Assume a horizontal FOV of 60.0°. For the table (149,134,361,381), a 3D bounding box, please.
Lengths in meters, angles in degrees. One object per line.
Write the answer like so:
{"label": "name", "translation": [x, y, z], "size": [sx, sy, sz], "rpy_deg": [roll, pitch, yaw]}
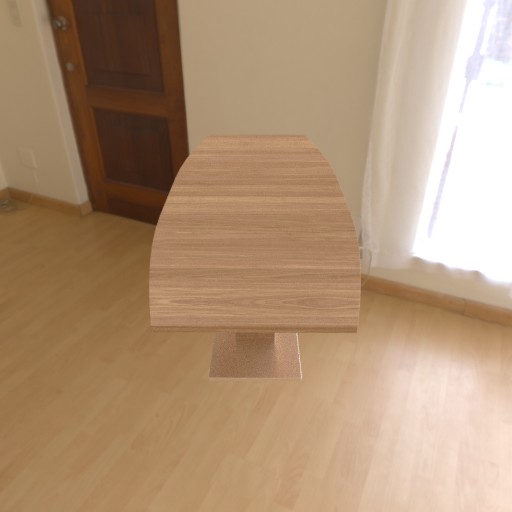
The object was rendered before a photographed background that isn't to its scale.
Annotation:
{"label": "table", "translation": [0.000, 0.000, 2.482], "size": [0.900, 0.750, 2.032], "rpy_deg": [0, 32, 0]}
